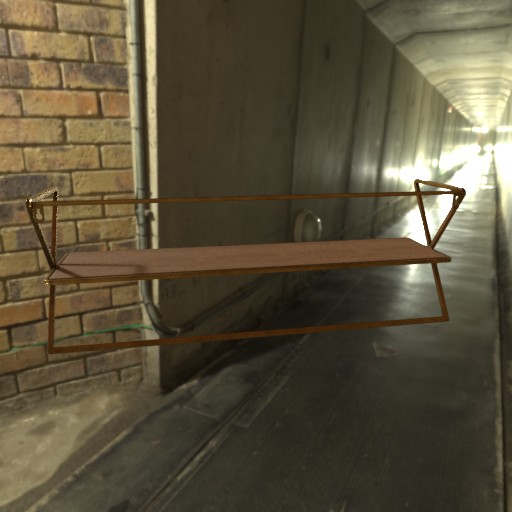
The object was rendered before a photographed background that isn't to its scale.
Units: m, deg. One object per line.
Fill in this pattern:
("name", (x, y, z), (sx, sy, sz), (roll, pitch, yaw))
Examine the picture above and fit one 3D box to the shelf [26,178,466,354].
("shelf", (0.000, 0.000, 0.741), (0.645, 0.229, 0.150), (-3, 16, -10))
